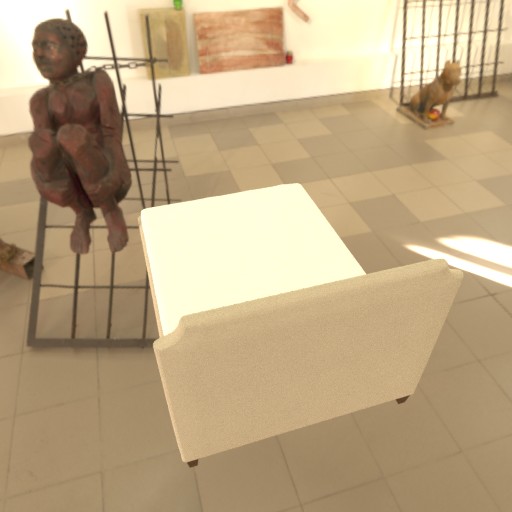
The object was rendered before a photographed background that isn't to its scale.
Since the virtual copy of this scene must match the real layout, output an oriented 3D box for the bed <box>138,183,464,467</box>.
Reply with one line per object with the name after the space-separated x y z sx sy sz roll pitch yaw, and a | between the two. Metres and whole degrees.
0.000 0.000 3.474 1.713 1.443 2.372 -12 42 -13 | bed
